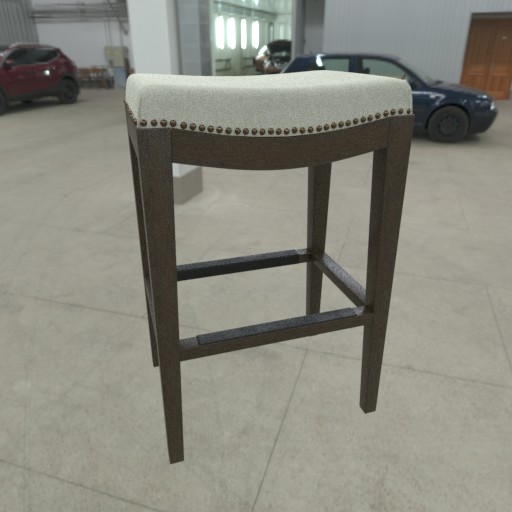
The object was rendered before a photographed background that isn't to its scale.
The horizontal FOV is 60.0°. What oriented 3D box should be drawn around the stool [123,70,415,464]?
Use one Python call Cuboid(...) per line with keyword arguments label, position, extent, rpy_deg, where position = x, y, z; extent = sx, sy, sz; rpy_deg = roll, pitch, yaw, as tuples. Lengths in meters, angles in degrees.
Cuboid(label="stool", position=(0.000, 0.000, 1.002), extent=(0.498, 0.759, 0.358), rpy_deg=(-8, 27, -16))
